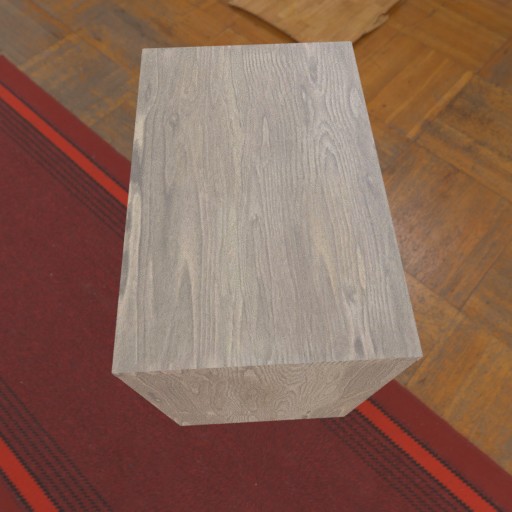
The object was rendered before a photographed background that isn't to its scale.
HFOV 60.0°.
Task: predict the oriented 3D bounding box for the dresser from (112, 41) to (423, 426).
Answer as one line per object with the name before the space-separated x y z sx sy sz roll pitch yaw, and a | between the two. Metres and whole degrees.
dresser | 0.000 0.000 1.274 0.529 0.762 0.809 -3 63 -1
